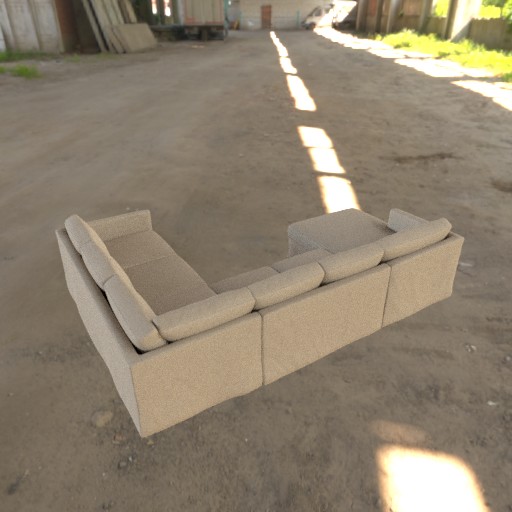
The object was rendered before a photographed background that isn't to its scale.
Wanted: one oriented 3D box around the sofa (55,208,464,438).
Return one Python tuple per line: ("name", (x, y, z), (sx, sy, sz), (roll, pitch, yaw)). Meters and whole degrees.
("sofa", (0.000, 0.000, 4.671), (3.528, 0.878, 2.476), (-17, 34, -28))
